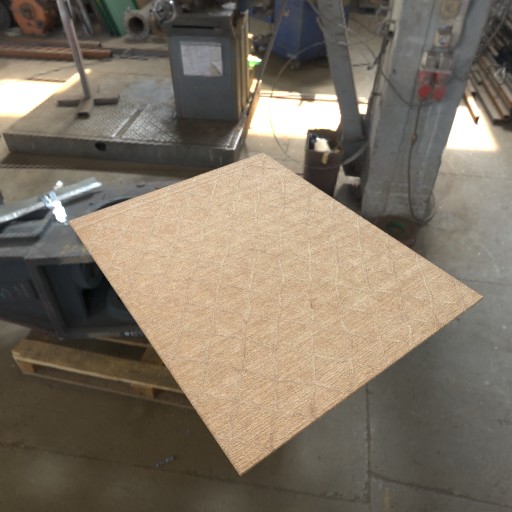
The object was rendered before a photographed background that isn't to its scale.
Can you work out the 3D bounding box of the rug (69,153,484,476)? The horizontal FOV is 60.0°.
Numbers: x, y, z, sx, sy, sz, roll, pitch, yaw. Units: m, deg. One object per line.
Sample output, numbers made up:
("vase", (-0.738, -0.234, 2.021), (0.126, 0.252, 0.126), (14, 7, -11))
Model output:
("rug", (0.000, 0.000, 4.033), (2.420, 0.019, 3.039), (-25, 47, -26))
